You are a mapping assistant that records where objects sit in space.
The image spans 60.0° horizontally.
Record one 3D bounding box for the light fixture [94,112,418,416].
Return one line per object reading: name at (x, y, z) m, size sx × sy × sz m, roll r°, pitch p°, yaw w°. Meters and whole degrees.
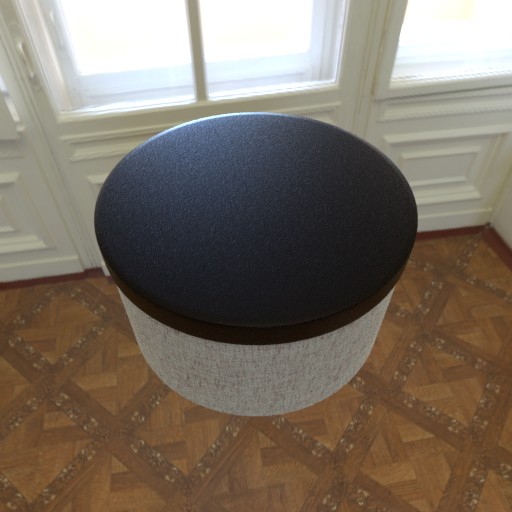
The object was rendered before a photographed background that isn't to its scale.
light fixture at (0.000, 0.000, 0.630) m, size 0.389 × 0.229 × 0.389 m, roll 0°, pitch 47°, yaw 0°
